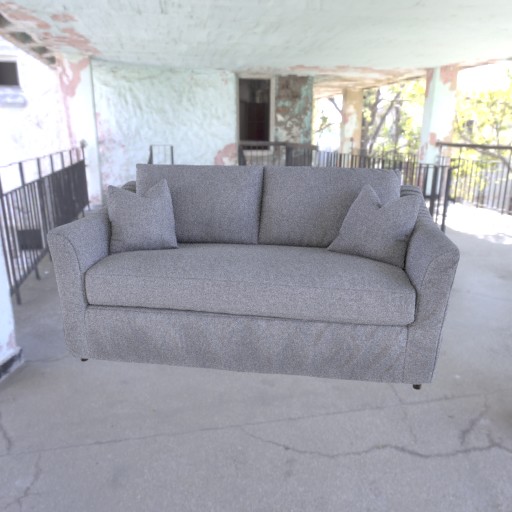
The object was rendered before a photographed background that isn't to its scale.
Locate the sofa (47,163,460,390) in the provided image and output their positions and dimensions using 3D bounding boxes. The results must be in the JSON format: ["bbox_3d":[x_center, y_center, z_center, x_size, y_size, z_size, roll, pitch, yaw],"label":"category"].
[{"bbox_3d":[0.000,0.000,2.624,2.010,1.018,1.072,2,16,9],"label":"sofa"}]
